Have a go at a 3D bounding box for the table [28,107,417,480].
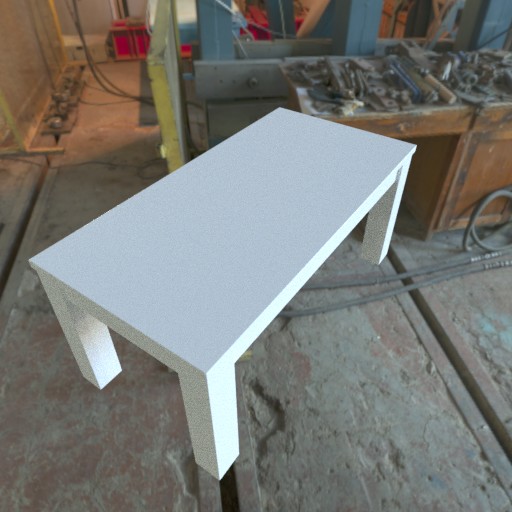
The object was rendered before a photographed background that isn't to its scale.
[{"bbox_3d":[0.000,0.000,2.340,0.900,0.790,1.800,25,47,26],"label":"table"}]
